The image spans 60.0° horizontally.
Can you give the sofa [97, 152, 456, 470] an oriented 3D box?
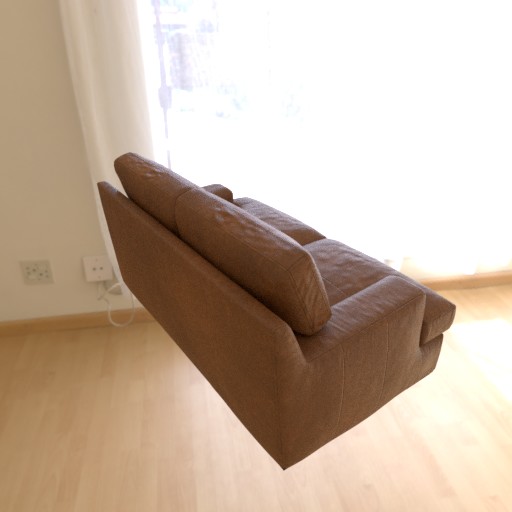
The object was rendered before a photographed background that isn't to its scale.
[{"bbox_3d":[0.000,0.000,2.485,1.144,0.966,1.880,-19,33,-31],"label":"sofa"}]
